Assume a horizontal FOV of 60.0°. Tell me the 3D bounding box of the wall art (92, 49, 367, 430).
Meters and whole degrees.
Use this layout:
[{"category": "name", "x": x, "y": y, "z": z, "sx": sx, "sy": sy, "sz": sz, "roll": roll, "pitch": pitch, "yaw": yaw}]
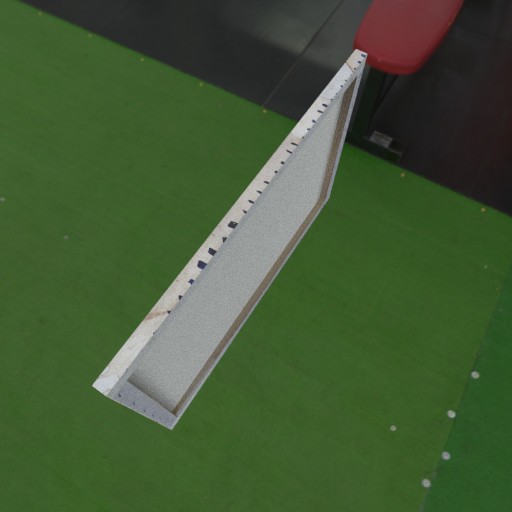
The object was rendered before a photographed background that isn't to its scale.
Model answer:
[{"category": "wall art", "x": 0.000, "y": 0.000, "z": 1.423, "sx": 0.038, "sy": 0.757, "sz": 1.143, "roll": 30, "pitch": 68, "yaw": 14}]
